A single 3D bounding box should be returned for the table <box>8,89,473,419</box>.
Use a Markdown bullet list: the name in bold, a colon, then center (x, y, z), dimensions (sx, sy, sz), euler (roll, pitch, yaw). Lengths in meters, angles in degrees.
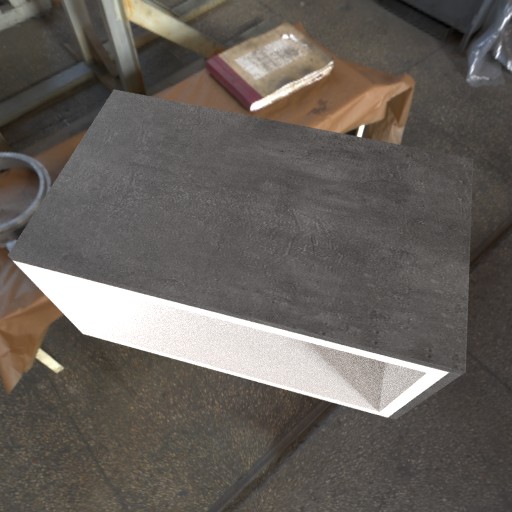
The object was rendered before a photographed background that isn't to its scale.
- **table**: center (0.000, 0.000, 0.897), dimensions (0.700, 0.350, 0.400), euler (13, 61, 8)
